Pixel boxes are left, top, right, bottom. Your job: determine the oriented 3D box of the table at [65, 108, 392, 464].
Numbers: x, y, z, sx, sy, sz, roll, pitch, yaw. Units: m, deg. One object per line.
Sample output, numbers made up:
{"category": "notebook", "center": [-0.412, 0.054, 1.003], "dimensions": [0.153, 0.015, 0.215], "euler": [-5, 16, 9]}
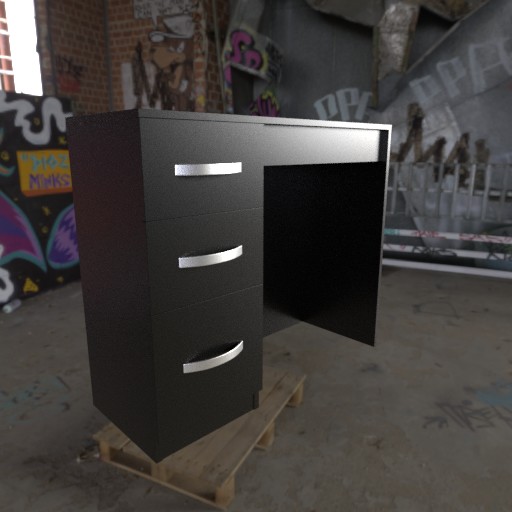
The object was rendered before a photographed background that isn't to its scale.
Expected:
{"category": "table", "center": [0.000, 0.000, 1.359], "dimensions": [0.930, 0.790, 0.380], "euler": [-13, 19, -42]}
